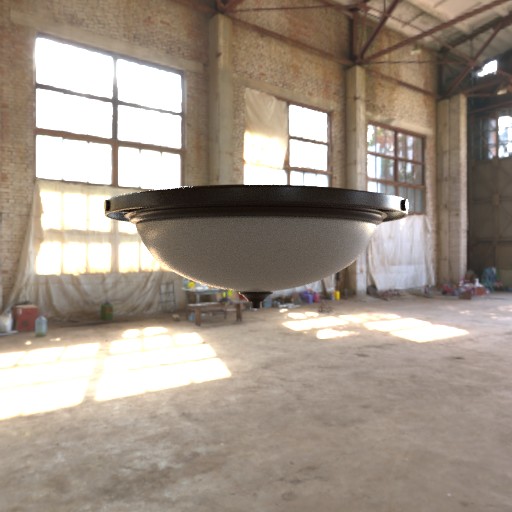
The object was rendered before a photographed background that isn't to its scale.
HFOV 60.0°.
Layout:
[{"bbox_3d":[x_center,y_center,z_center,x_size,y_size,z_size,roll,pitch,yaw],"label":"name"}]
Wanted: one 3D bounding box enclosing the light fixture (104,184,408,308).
[{"bbox_3d":[0.000,0.000,0.556,0.361,0.130,0.361,0,0,0],"label":"light fixture"}]
